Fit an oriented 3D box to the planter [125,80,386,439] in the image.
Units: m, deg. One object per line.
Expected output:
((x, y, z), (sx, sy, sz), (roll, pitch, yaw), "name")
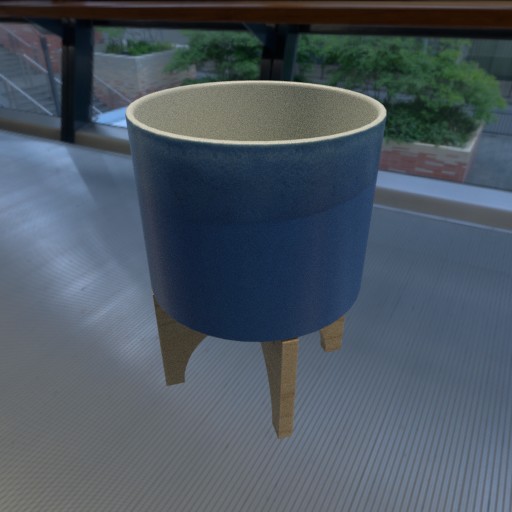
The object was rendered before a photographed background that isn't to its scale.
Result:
((0.000, 0.000, 0.552), (0.261, 0.367, 0.261), (0, 32, 0), "planter")
